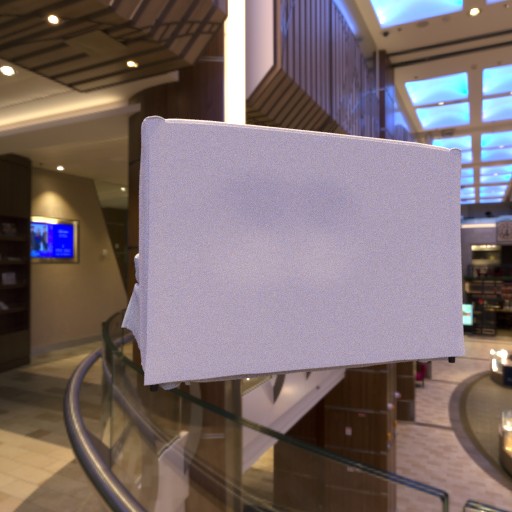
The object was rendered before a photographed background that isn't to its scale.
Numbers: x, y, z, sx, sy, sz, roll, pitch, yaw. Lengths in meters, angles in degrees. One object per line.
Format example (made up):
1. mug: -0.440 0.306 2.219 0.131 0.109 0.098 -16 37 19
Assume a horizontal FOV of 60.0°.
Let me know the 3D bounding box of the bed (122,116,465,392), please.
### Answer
1. bed: 0.000 0.000 3.454 1.925 1.332 2.276 0 -1 -19
